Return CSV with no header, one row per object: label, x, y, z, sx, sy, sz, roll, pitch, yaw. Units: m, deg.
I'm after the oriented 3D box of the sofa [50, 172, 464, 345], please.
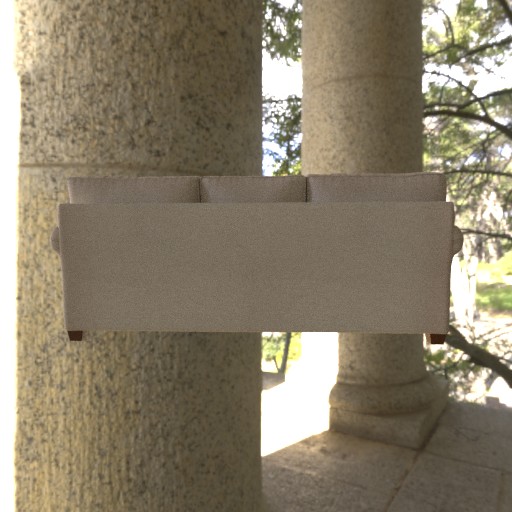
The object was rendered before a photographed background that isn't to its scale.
sofa,0.000,0.000,2.854,2.312,0.975,0.965,0,0,3
